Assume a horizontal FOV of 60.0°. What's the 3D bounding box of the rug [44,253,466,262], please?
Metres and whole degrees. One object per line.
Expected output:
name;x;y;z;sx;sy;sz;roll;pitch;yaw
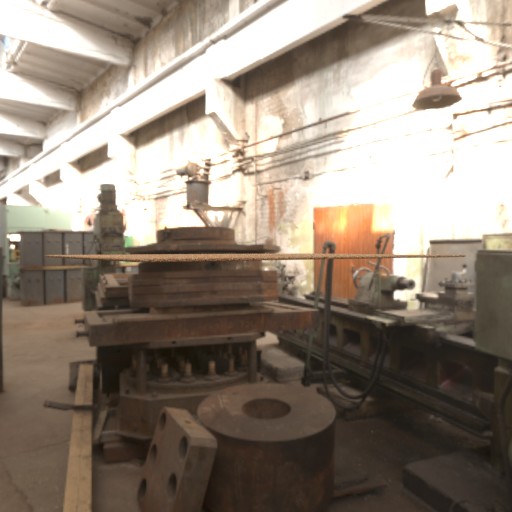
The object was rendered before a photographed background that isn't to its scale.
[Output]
rug;0.000;0.000;2.764;2.141;0.013;1.566;-1;1;-36
